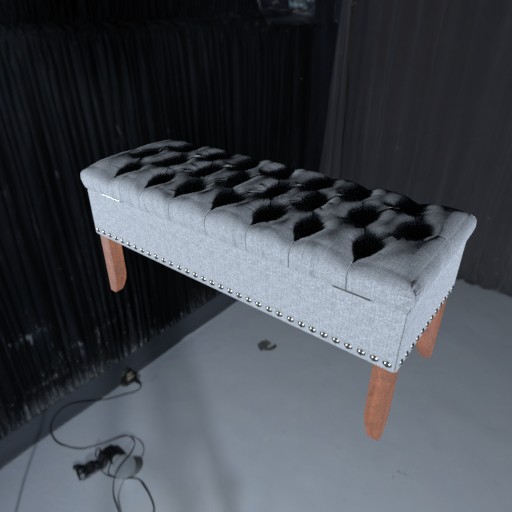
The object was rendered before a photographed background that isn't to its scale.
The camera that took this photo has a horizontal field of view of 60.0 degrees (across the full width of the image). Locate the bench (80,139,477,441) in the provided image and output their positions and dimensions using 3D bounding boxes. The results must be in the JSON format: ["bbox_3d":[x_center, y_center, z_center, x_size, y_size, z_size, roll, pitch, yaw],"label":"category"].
[{"bbox_3d":[0.000,0.000,1.315,1.052,0.470,0.417,22,37,32],"label":"bench"}]
